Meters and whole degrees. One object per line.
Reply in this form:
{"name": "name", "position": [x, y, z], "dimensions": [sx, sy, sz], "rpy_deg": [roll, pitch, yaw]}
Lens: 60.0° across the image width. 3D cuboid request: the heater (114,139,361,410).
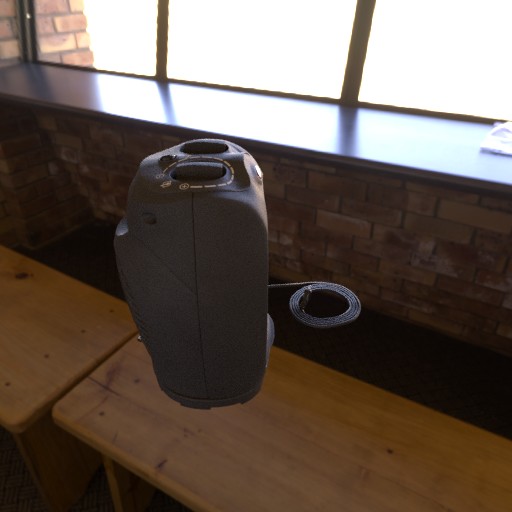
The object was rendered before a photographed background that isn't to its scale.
{"name": "heater", "position": [0.000, 0.000, 0.488], "dimensions": [0.291, 0.255, 0.239], "rpy_deg": [-1, 32, -1]}
